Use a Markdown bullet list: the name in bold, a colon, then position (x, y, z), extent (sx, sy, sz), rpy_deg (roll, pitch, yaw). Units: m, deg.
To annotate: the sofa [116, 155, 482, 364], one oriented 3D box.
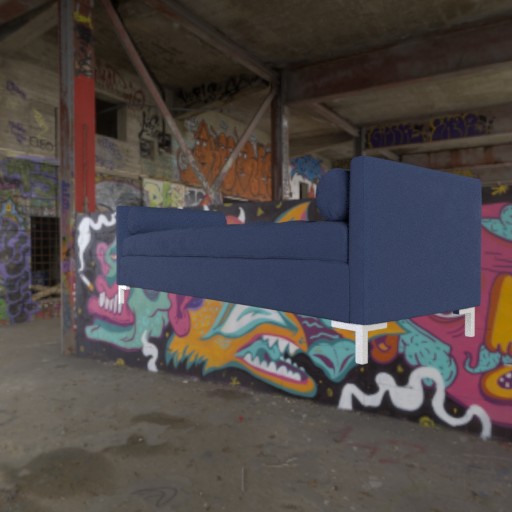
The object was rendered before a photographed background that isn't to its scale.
- **sofa**: position (0.000, 0.000, 2.422), extent (0.797, 0.657, 2.102), rpy_deg (-1, 1, -38)
